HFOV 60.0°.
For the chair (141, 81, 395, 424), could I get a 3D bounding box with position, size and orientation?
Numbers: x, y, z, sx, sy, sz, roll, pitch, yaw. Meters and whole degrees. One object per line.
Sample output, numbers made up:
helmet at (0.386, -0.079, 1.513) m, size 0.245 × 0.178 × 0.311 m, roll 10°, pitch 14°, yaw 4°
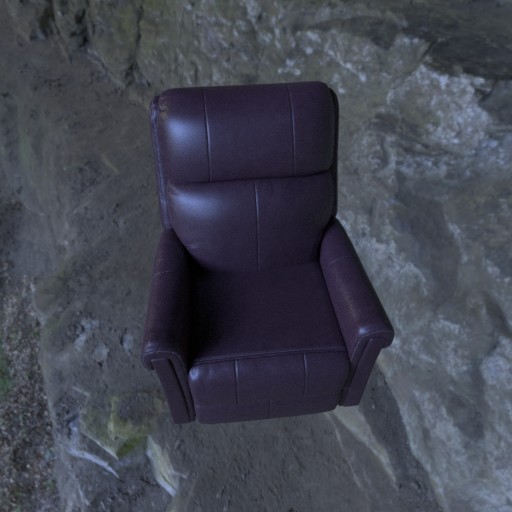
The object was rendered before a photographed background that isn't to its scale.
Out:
chair at (0.000, 0.000, 1.776) m, size 0.838 × 1.054 × 1.014 m, roll -4°, pitch 47°, yaw -4°
